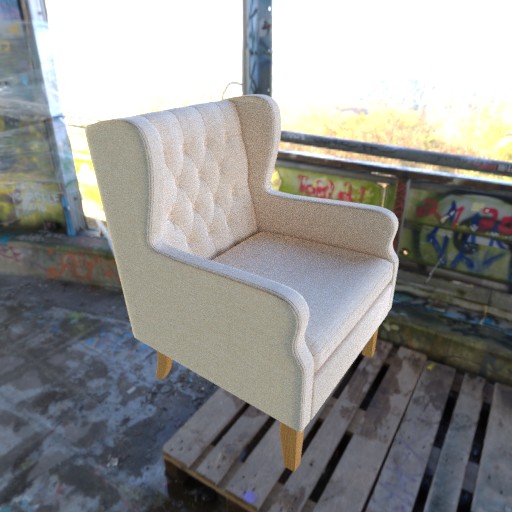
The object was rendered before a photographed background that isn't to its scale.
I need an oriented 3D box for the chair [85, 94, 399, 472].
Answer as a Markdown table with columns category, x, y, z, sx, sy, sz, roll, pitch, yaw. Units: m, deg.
| category | x | y | z | sx | sy | sz | roll | pitch | yaw |
| --- | --- | --- | --- | --- | --- | --- | --- | --- | --- |
| chair | 0.000 | 0.000 | 1.472 | 0.760 | 0.930 | 0.710 | 17 | 31 | 30 |
